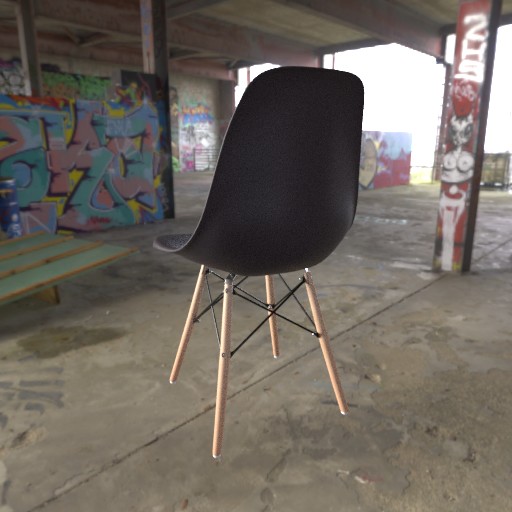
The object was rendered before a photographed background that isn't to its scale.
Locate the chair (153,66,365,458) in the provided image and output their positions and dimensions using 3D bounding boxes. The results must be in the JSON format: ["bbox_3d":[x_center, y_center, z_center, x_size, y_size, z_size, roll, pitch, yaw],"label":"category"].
[{"bbox_3d":[0.000,0.000,1.135,0.470,0.825,0.533,-7,16,-26],"label":"chair"}]
